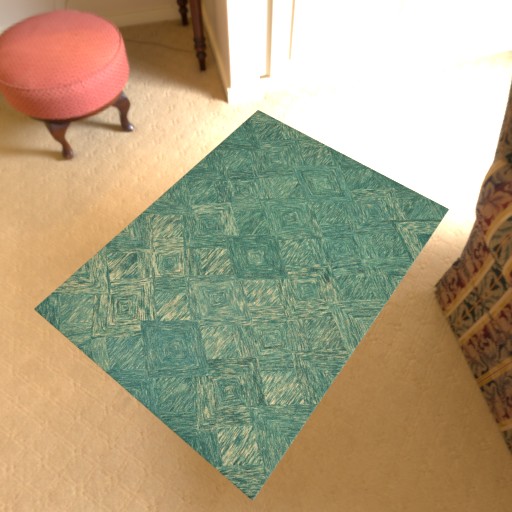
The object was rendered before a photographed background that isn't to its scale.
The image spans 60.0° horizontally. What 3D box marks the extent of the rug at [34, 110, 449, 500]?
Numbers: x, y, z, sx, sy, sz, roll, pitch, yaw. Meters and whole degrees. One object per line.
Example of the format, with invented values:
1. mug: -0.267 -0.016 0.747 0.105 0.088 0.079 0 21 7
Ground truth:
1. rug: 0.000 0.000 4.145 2.405 0.027 3.217 33 64 19
